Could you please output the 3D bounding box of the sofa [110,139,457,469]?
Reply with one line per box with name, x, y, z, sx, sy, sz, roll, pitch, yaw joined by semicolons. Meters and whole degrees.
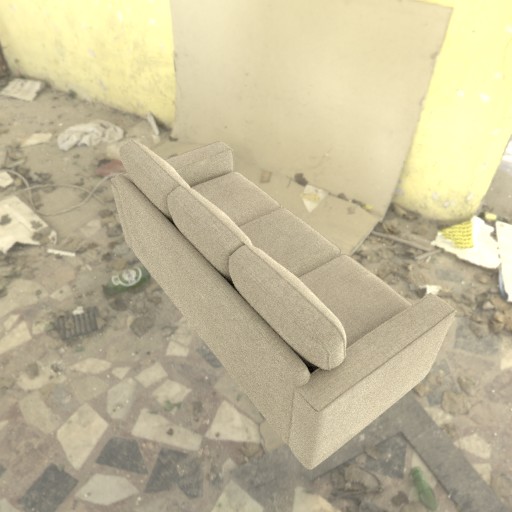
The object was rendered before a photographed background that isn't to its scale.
sofa;0.000;0.000;2.697;0.939;0.965;2.133;-27;49;-26
